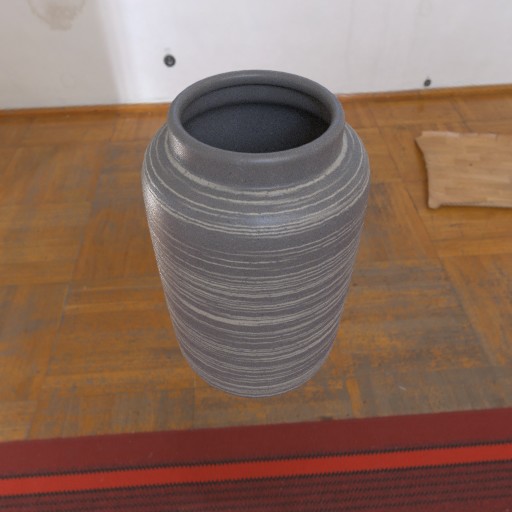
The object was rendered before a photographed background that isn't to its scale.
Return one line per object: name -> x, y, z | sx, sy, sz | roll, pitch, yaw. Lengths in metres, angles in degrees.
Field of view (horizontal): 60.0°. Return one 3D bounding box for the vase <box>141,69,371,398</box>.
vase -> 0.000, 0.000, 0.688 | 0.297, 0.499, 0.297 | 0, 47, 0
